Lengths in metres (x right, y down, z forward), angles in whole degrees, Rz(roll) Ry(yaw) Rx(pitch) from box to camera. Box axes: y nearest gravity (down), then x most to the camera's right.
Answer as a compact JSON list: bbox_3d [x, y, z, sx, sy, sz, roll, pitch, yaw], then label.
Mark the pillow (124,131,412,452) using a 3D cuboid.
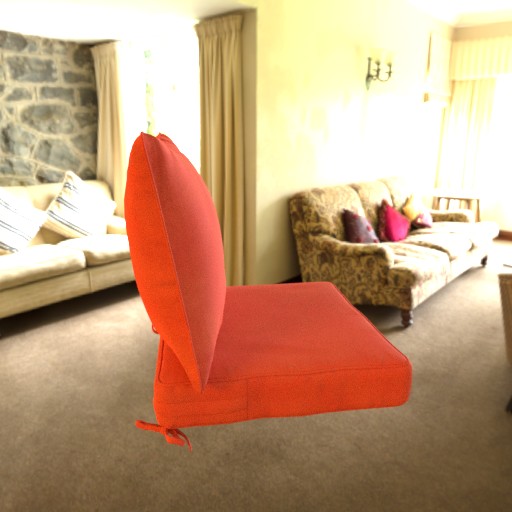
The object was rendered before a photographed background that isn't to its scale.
[{"bbox_3d":[0.000,0.000,1.340,0.733,0.725,0.798,-2,15,-9],"label":"pillow"}]
